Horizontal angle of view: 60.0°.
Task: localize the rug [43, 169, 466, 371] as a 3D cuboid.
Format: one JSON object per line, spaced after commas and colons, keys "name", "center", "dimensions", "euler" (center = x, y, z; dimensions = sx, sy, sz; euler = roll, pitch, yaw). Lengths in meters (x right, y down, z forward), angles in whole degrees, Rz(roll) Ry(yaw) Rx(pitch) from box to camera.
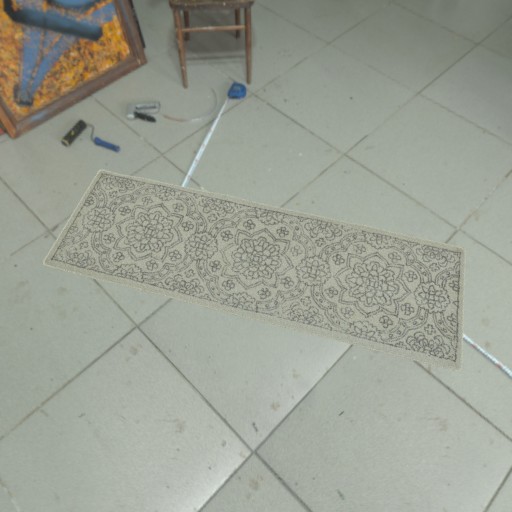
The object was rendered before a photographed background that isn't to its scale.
{"name": "rug", "center": [0.000, 0.000, 2.668], "dimensions": [2.431, 0.006, 0.806], "euler": [13, 59, 8]}
